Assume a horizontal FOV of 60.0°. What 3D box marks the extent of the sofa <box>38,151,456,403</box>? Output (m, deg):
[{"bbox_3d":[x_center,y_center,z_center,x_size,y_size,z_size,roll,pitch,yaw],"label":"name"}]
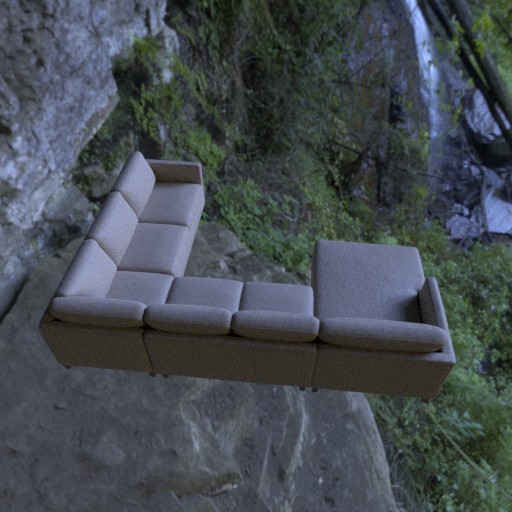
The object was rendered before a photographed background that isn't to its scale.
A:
[{"bbox_3d":[0.000,0.000,4.567,3.403,0.889,2.551,4,46,4],"label":"sofa"}]
